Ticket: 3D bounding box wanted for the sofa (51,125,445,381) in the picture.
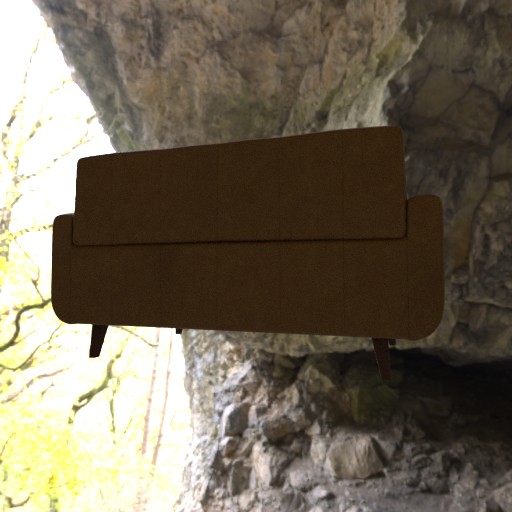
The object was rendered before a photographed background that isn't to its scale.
[{"bbox_3d":[0.000,0.000,2.189,1.651,0.925,0.952,-1,-2,19],"label":"sofa"}]
